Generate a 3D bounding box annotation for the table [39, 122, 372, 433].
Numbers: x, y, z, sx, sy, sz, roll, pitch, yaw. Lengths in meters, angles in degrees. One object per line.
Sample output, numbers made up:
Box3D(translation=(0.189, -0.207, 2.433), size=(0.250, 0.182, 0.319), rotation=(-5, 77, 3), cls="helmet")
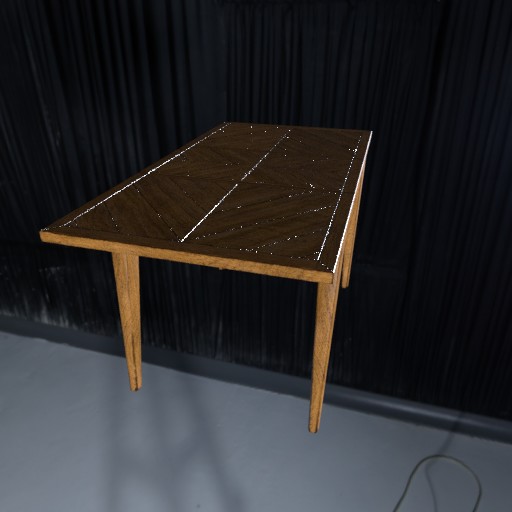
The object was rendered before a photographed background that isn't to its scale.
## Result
Box3D(translation=(0.000, 0.000, 1.821), size=(0.757, 0.760, 1.400), rotation=(8, 29, 14), cls="table")
